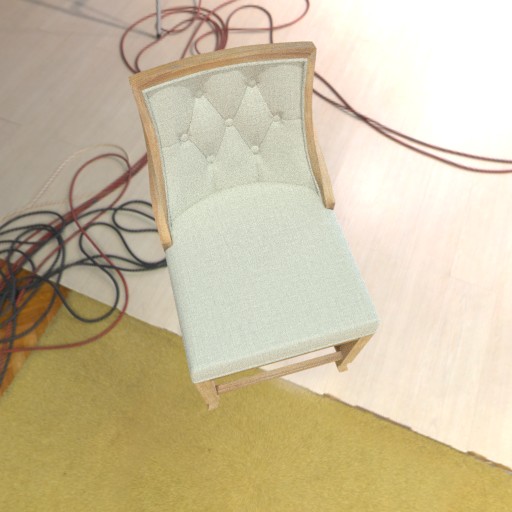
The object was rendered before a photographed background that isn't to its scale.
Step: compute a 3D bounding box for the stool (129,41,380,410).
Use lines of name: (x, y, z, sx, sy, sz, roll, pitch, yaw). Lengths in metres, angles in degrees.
stool: (0.000, 0.000, 1.308, 0.524, 0.938, 0.626, -14, 64, -7)
